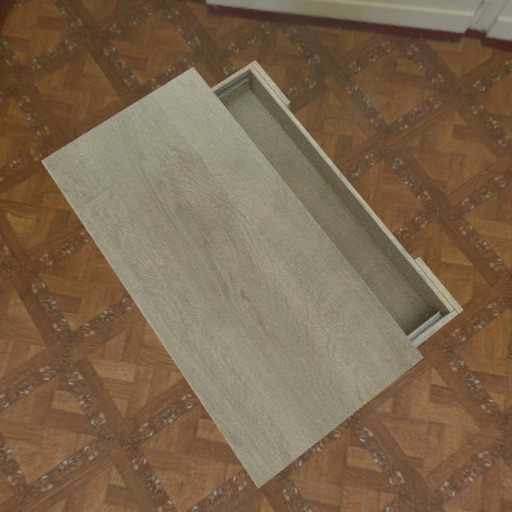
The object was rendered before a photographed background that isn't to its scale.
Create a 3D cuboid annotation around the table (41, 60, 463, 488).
[{"bbox_3d":[0.000,0.000,1.428,0.711,0.570,1.000,-35,79,-8],"label":"table"}]
